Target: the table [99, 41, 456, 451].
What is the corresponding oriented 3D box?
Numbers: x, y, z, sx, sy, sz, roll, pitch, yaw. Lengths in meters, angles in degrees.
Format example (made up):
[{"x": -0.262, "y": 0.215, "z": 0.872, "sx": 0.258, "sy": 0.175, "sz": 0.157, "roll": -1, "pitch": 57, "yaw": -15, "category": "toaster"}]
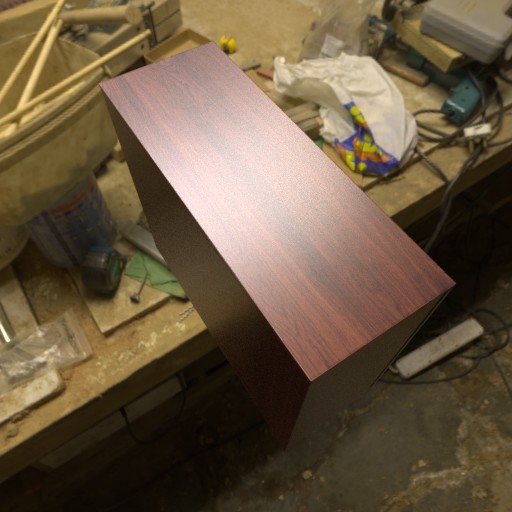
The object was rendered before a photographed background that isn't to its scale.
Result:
[{"x": 0.000, "y": 0.000, "z": 1.343, "sx": 0.380, "sy": 0.790, "sz": 0.930, "roll": -29, "pitch": 63, "yaw": -17, "category": "table"}]
